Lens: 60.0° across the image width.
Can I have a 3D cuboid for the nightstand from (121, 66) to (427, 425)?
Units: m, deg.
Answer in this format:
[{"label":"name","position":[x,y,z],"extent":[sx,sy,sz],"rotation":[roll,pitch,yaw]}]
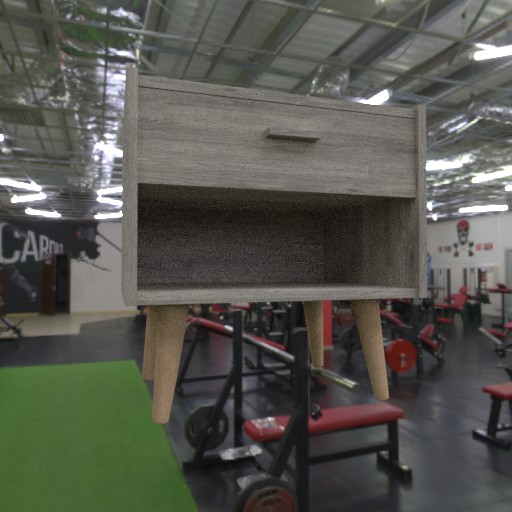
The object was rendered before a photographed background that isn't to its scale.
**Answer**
[{"label":"nightstand","position":[0.000,0.000,0.835],"extent":[0.480,0.500,0.380],"rotation":[0,-1,-18]}]
